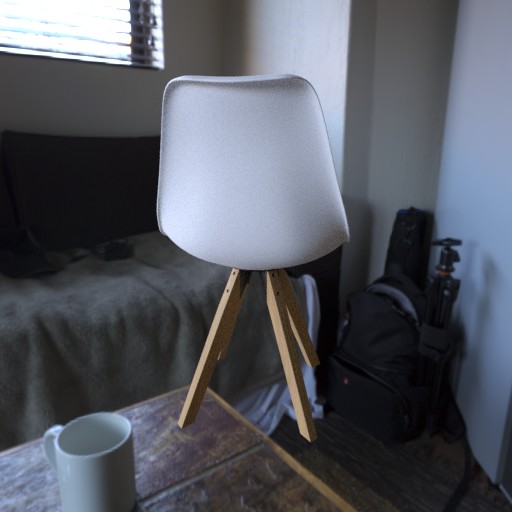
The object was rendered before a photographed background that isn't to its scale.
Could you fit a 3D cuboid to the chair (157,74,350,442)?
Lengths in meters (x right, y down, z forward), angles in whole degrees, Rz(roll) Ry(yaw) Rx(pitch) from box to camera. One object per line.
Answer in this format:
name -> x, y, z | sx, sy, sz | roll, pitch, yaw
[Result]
chair -> 0.000, 0.000, 1.190 | 0.485, 0.849, 0.550 | 2, 16, 8
